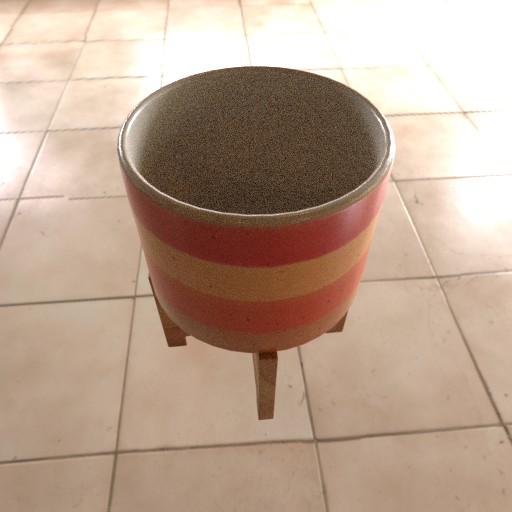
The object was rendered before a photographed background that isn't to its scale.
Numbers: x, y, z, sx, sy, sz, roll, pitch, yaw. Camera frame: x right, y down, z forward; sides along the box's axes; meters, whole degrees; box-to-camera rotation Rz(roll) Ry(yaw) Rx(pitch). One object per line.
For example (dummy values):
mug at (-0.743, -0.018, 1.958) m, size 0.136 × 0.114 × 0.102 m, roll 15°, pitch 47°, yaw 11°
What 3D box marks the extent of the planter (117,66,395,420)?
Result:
planter at (0.000, 0.000, 0.406) m, size 0.199 × 0.268 × 0.199 m, roll 0°, pitch 48°, yaw 0°
